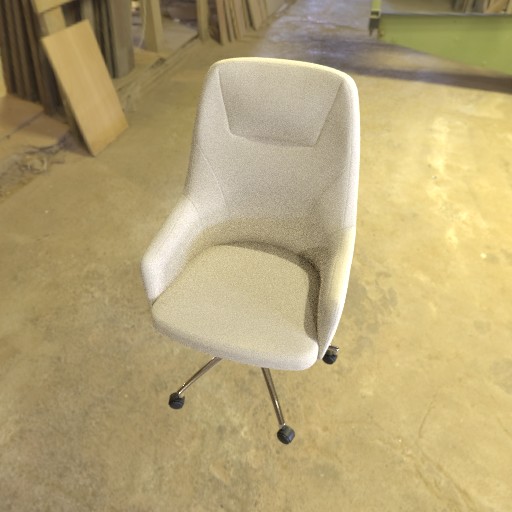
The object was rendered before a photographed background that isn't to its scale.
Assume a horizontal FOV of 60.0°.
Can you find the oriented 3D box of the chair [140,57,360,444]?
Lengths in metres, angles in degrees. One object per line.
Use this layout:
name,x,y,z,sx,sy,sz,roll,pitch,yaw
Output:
chair,0.000,0.000,1.418,0.620,1.049,0.640,12,43,14
